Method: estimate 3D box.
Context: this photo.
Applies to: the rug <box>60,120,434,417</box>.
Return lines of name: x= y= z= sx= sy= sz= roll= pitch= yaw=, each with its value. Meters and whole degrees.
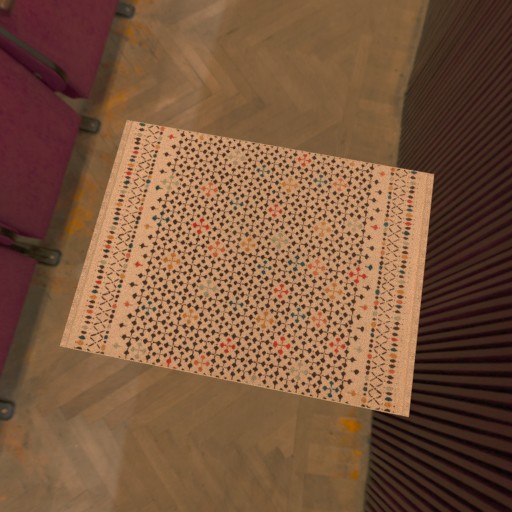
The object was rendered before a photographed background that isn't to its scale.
rug: x=0.000 y=0.000 z=2.073 sx=1.556 sy=0.006 sz=1.146 roll=11 pitch=76 yaw=3
